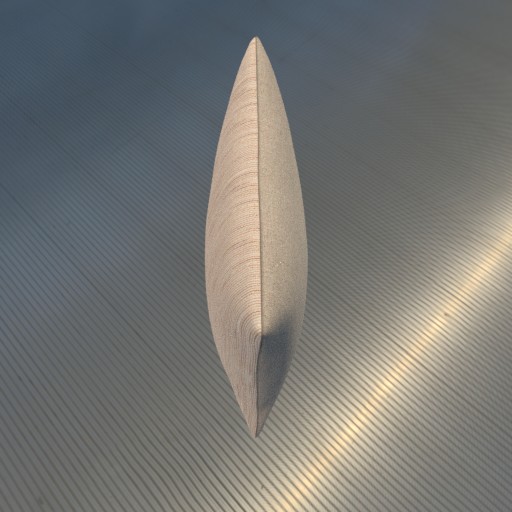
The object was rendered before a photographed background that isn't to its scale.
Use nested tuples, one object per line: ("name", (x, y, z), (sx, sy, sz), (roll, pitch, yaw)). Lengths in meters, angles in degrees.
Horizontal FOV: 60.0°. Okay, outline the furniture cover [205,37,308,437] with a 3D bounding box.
("furniture cover", (0.000, 0.000, 0.779), (0.178, 0.506, 0.512), (-1, 58, 0))
